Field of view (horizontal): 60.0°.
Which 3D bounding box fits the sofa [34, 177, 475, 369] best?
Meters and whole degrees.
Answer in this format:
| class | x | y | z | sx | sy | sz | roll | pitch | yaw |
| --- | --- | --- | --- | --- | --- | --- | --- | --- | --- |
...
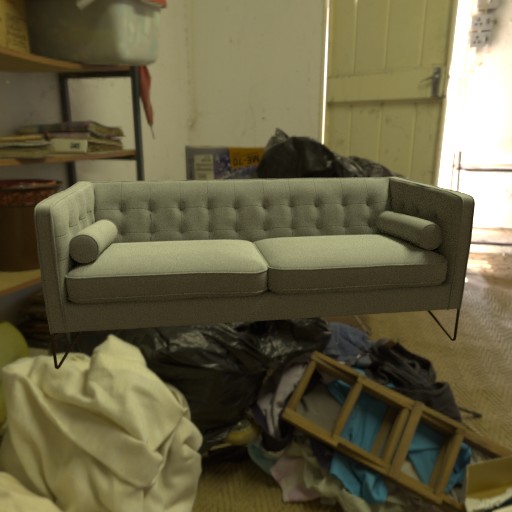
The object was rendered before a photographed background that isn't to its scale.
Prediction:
| class | x | y | z | sx | sy | sz | roll | pitch | yaw |
| --- | --- | --- | --- | --- | --- | --- | --- | --- | --- |
| sofa | 0.000 | 0.000 | 2.544 | 2.079 | 0.798 | 0.912 | -2 | 16 | -8 |
